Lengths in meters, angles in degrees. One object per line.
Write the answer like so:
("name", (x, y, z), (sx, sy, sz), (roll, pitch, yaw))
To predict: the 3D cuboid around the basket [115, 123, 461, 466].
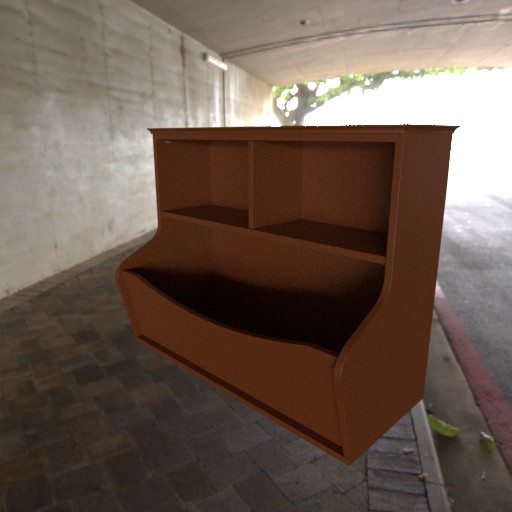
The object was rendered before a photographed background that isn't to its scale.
("basket", (0.000, 0.000, 1.116), (0.792, 0.625, 0.376), (15, 21, 43))
